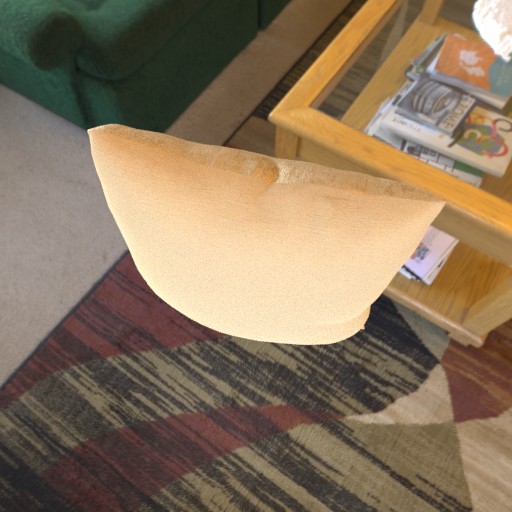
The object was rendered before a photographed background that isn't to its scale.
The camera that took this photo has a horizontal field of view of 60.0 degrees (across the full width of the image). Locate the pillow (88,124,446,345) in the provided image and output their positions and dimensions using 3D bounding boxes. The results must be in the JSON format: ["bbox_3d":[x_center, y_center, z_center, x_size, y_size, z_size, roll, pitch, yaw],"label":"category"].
[{"bbox_3d":[0.000,0.000,0.720,0.450,0.448,0.245,15,65,7],"label":"pillow"}]
